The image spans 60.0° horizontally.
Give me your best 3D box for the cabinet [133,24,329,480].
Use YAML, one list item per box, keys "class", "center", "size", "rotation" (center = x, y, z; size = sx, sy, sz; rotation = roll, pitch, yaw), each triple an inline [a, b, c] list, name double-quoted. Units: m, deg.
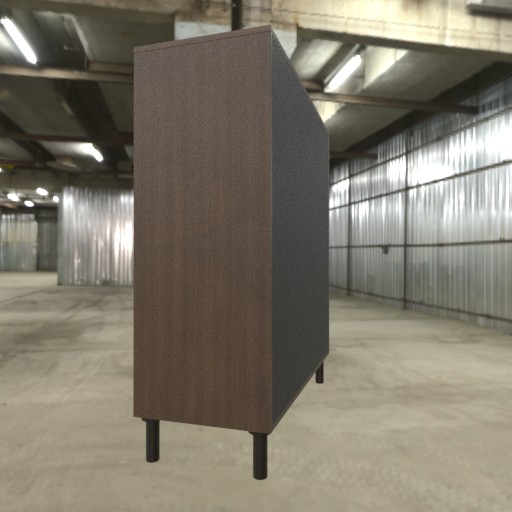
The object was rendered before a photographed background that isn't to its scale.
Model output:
- class: "cabinet"
  center: [0.000, 0.000, 1.665]
  size: [0.400, 1.170, 1.010]
  rotation: [0, 0, 18]
